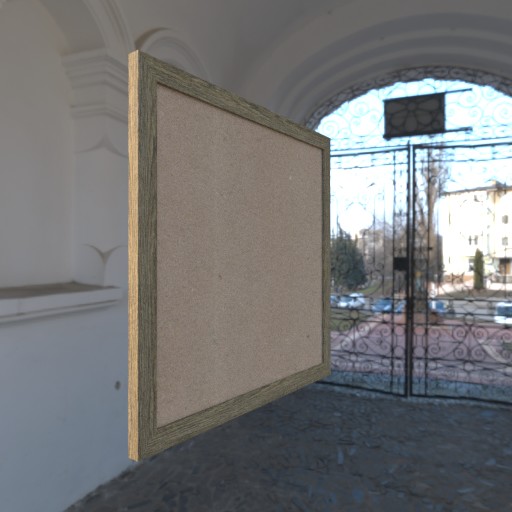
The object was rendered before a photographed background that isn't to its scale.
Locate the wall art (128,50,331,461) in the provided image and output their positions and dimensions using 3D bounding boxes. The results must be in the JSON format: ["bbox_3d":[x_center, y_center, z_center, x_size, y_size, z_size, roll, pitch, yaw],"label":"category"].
[{"bbox_3d":[0.000,0.000,0.755,0.019,0.508,0.508,0,0,37],"label":"wall art"}]
